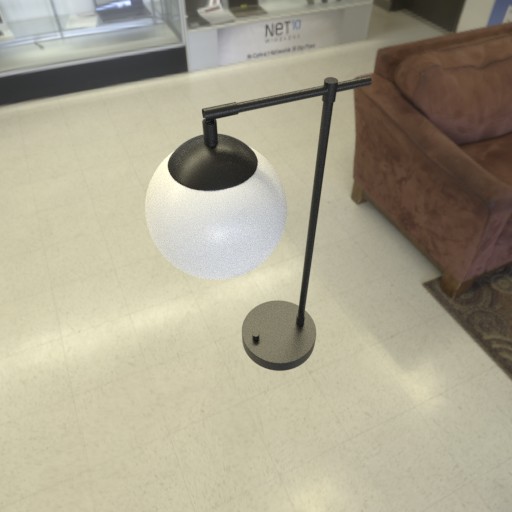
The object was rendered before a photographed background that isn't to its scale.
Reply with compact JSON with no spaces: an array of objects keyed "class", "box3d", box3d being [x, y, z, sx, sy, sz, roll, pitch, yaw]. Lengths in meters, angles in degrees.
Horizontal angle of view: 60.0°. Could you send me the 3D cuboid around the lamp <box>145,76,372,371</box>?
[{"class":"lamp","box3d":[0.000,0.000,0.728,0.316,0.559,0.197,-17,49,-15]}]
